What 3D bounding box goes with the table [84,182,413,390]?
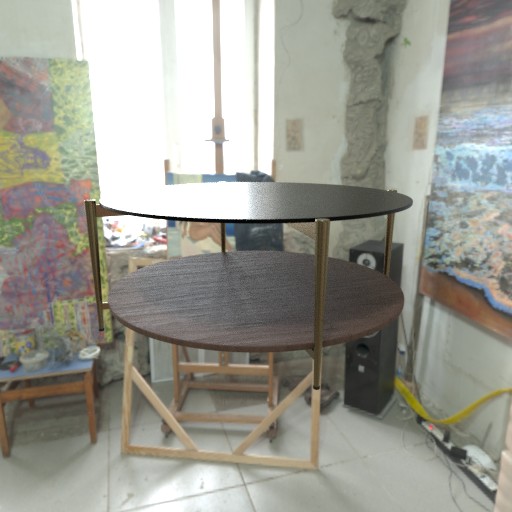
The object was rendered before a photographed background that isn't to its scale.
[{"bbox_3d":[0.000,0.000,1.449,0.938,0.400,0.938,13,19,42],"label":"table"}]
